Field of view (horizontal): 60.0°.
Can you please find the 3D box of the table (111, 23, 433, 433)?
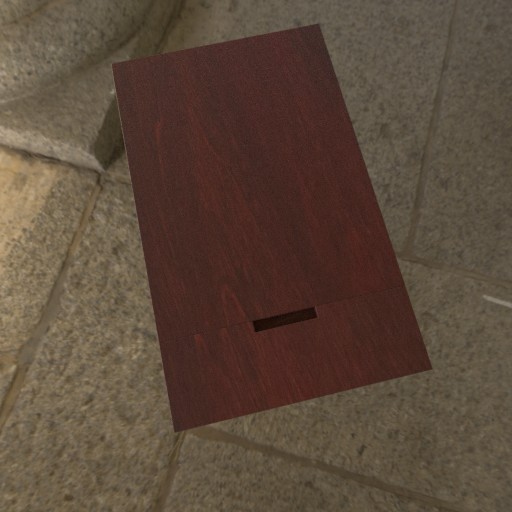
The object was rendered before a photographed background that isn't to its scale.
[{"bbox_3d":[0.000,0.000,0.960,0.356,0.612,0.584,-13,75,-3],"label":"table"}]
